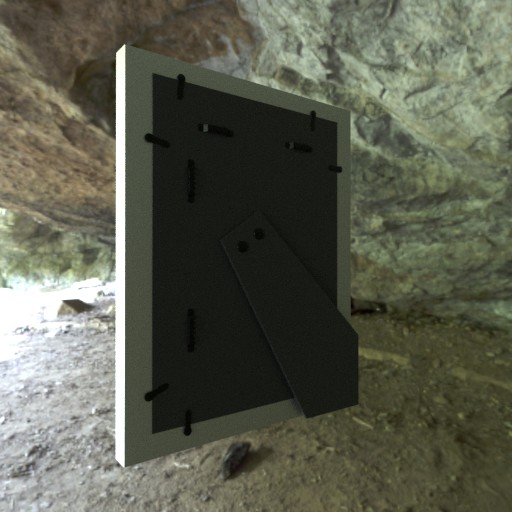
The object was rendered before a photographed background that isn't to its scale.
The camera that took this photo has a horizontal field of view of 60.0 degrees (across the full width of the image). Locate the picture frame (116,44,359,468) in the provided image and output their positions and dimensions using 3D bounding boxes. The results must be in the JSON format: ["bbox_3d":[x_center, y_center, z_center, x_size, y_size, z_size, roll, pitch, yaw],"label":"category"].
[{"bbox_3d":[0.000,0.000,0.500,0.307,0.386,0.036,0,0,-37],"label":"picture frame"}]
